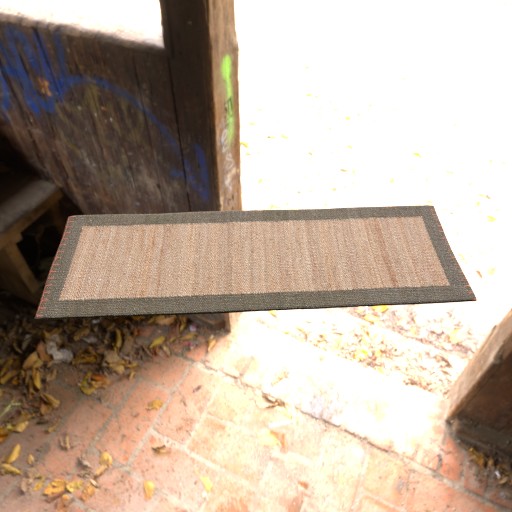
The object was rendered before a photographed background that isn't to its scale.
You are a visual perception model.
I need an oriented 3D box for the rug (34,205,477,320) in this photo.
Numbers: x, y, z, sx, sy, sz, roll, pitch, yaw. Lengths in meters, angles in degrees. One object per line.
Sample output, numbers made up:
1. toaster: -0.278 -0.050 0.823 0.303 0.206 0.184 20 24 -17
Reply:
1. rug: 0.000 0.000 2.664 2.413 0.016 0.810 -2 48 -2
